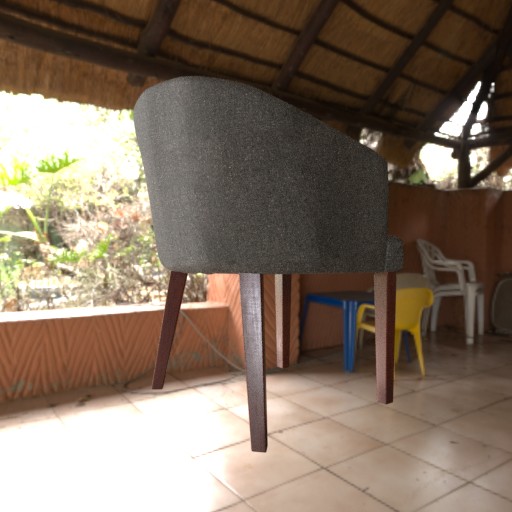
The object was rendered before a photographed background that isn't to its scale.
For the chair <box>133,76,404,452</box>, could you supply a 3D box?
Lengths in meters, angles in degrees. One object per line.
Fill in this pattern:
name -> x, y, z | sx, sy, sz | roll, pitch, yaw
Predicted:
chair -> 0.000, 0.000, 1.245 | 0.655, 0.811, 0.583 | -1, 1, -36
